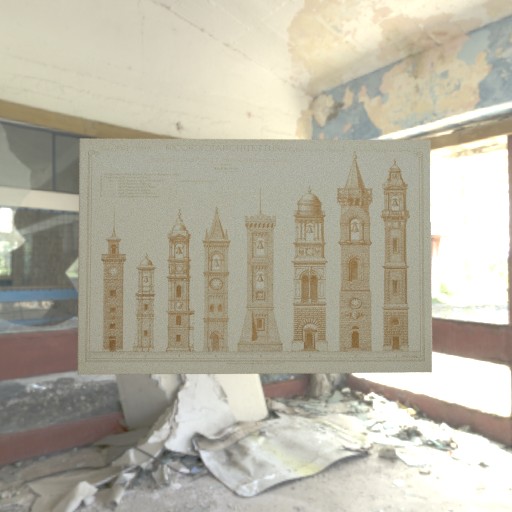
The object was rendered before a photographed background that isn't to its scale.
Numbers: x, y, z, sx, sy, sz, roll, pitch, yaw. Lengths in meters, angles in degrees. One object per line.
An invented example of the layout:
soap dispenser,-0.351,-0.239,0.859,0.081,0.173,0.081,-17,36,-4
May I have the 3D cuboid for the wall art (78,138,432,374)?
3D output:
wall art,0.000,0.000,1.165,0.915,0.608,0.033,0,-1,-1
